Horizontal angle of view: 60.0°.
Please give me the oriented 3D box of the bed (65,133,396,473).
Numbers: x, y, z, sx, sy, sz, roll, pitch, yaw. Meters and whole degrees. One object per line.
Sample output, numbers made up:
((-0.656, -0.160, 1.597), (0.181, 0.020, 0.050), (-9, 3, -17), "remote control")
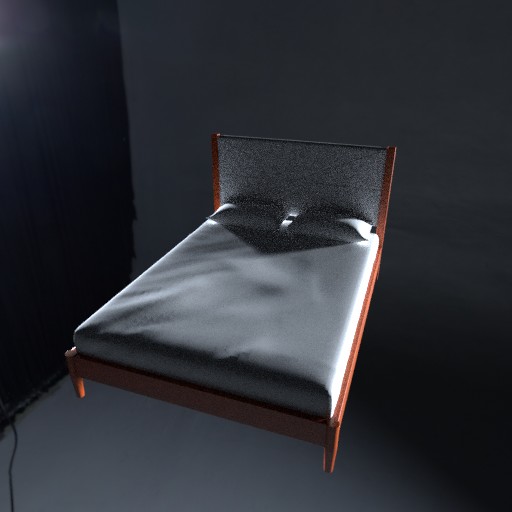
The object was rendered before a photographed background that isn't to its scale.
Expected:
((0.000, 0.000, 3.046), (1.566, 1.165, 2.117), (9, 28, 18), "bed")
